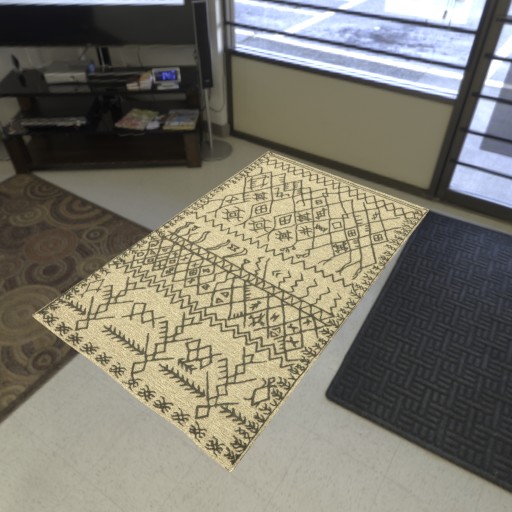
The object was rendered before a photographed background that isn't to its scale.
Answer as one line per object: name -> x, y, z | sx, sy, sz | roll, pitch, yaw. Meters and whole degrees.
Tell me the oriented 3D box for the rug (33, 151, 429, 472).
rug -> 0.000, 0.000, 3.041 | 1.530, 0.012, 2.444 | 26, 49, 26
